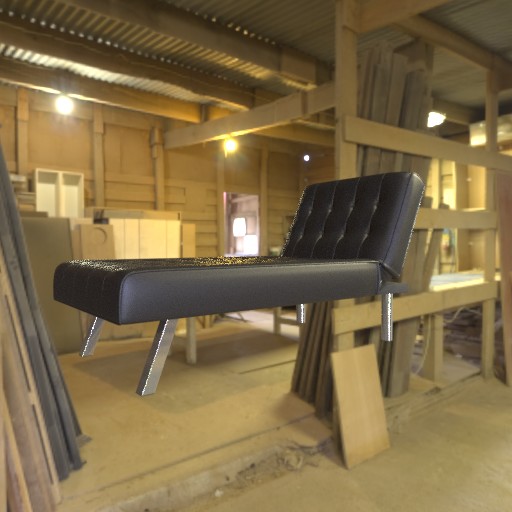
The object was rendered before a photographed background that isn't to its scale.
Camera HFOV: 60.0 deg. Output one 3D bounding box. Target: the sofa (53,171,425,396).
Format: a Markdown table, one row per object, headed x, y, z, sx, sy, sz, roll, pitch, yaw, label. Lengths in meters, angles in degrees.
| x | y | z | sx | sy | sz | roll | pitch | yaw | label |
| --- | --- | --- | --- | --- | --- | --- | --- | --- | --- |
| 0.000 | 0.000 | 2.016 | 1.560 | 0.820 | 0.760 | -1 | 2 | -38 | sofa |
